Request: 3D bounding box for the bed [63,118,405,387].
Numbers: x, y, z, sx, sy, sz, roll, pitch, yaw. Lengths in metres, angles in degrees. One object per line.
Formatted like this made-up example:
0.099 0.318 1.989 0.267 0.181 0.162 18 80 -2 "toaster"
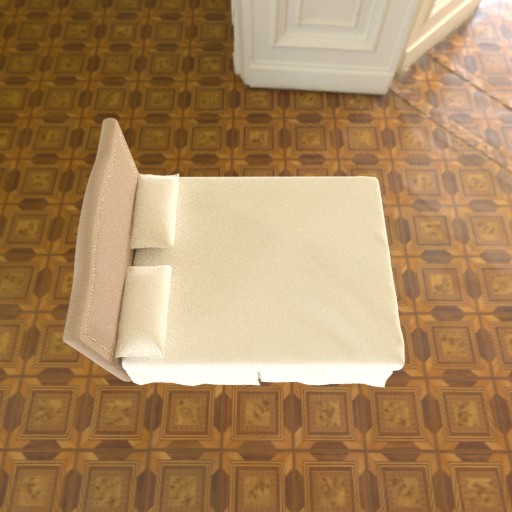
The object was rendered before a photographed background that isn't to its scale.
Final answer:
0.000 0.000 3.528 2.282 1.436 1.821 0 65 0 "bed"
